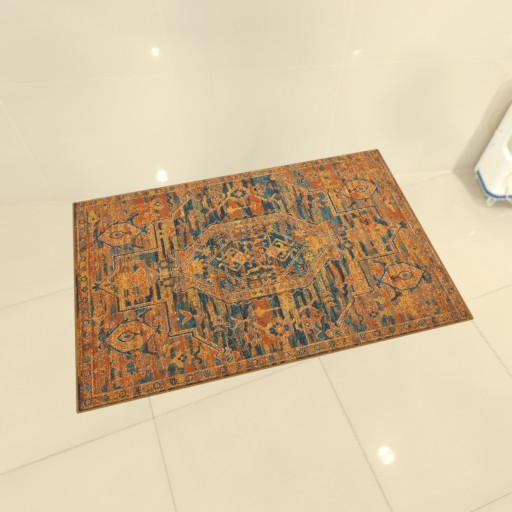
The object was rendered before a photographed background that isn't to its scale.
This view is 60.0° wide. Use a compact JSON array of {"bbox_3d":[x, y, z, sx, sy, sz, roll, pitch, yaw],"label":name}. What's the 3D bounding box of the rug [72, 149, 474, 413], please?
[{"bbox_3d":[0.000,0.000,1.078,0.863,0.008,0.557,-11,57,-8],"label":"rug"}]
